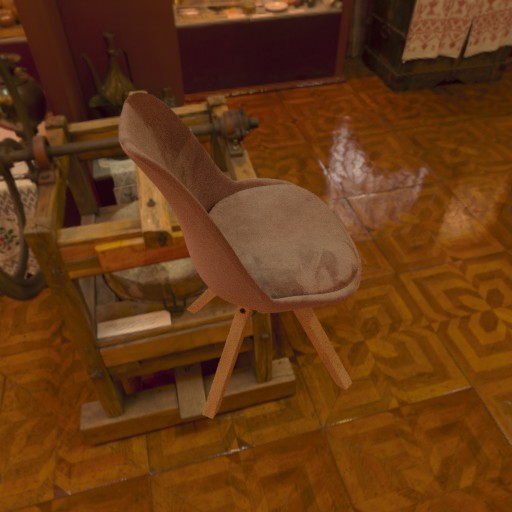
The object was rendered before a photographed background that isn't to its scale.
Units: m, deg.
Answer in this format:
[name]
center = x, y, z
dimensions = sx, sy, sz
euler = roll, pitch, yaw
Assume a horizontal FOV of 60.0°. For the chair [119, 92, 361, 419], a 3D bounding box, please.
[chair]
center = 0.000, 0.000, 1.195
dimensions = 0.550, 0.850, 0.485
euler = -9, 46, -9
